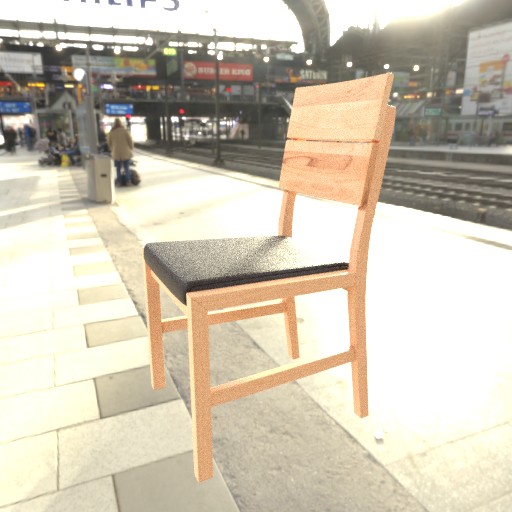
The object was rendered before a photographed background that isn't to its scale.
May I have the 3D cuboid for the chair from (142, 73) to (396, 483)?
[{"bbox_3d":[0.000,0.000,1.259,0.560,0.950,0.475,-8,17,-25],"label":"chair"}]
